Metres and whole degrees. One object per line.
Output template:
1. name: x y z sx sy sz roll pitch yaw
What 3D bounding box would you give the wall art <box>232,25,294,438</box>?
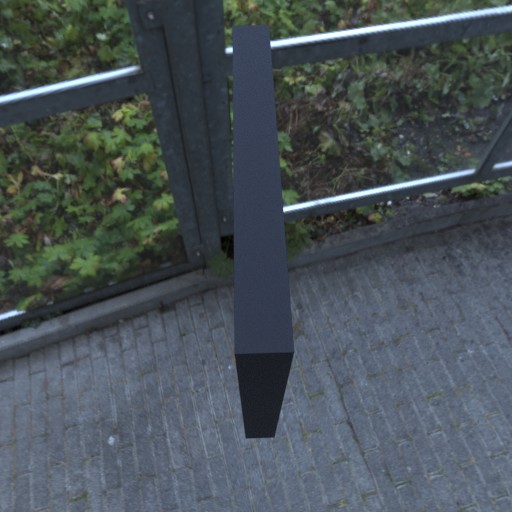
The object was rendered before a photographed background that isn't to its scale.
1. wall art: 0.000 0.000 0.454 0.033 0.304 0.305 -2 59 -1
